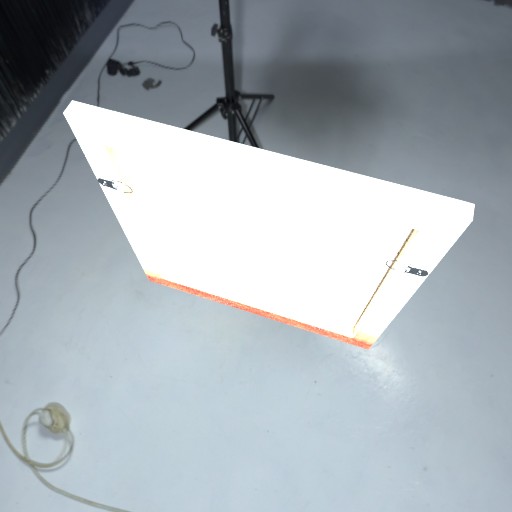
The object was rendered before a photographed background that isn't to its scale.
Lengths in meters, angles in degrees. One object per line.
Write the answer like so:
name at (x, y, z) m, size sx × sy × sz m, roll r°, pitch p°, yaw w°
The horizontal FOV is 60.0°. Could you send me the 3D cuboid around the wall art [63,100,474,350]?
wall art at (0.000, 0.000, 1.126) m, size 0.760 × 0.760 × 0.042 m, roll 16°, pitch 63°, yaw 8°
